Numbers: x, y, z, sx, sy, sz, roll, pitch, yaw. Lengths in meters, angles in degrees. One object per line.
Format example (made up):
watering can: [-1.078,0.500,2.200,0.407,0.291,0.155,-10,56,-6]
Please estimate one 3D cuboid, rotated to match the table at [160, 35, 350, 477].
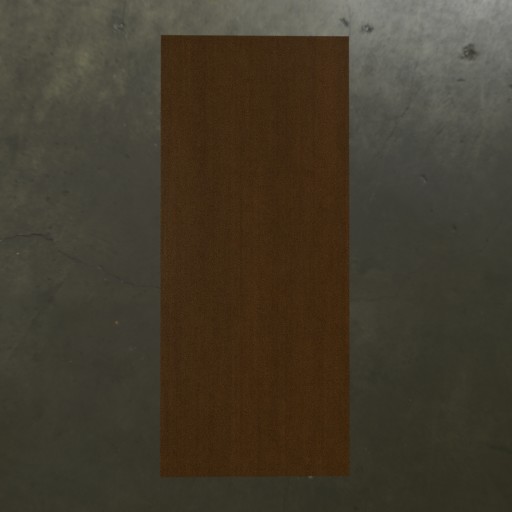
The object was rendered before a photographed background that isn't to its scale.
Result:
table: [0.000,0.000,1.357,0.490,0.464,1.119,0,90,-1]
